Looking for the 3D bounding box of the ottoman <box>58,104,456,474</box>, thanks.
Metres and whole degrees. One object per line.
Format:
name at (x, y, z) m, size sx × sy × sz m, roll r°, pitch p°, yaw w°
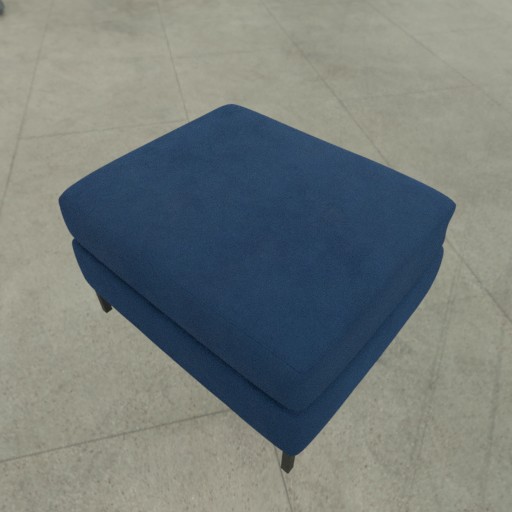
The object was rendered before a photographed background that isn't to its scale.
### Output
ottoman at (0.000, 0.000, 1.192) m, size 0.794 × 0.485 × 0.655 m, roll 32°, pitch 54°, yaw 27°
